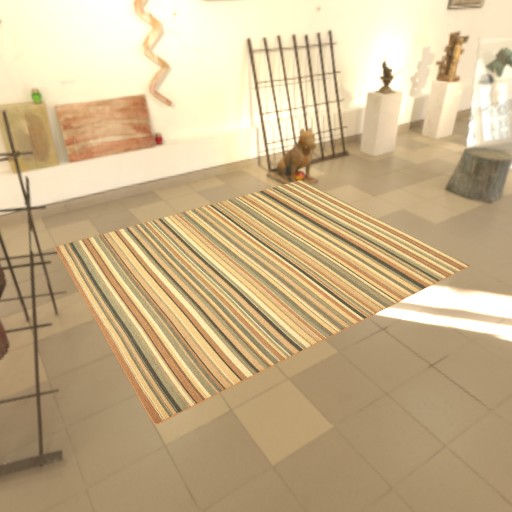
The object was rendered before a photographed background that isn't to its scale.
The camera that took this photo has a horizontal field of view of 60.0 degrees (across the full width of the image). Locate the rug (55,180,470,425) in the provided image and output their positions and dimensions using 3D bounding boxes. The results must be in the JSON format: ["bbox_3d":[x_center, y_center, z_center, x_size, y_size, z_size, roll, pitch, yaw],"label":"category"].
[{"bbox_3d":[0.000,0.000,4.137,3.045,0.011,2.436,-20,37,-28],"label":"rug"}]
